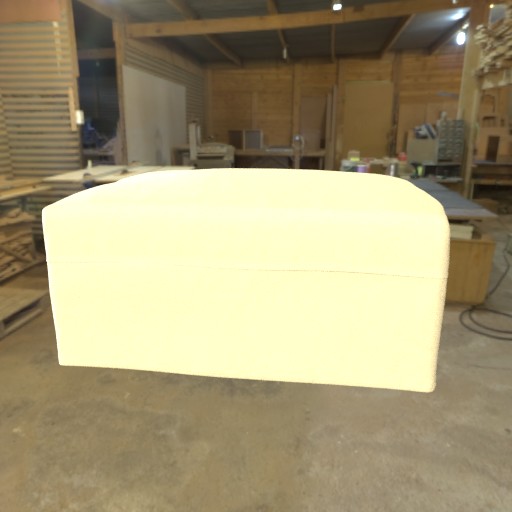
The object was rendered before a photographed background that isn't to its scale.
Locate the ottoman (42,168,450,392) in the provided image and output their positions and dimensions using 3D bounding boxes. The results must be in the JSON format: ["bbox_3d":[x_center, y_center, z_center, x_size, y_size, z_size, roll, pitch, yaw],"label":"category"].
[{"bbox_3d":[0.000,0.000,1.200,0.872,0.444,0.590,2,16,7],"label":"ottoman"}]
